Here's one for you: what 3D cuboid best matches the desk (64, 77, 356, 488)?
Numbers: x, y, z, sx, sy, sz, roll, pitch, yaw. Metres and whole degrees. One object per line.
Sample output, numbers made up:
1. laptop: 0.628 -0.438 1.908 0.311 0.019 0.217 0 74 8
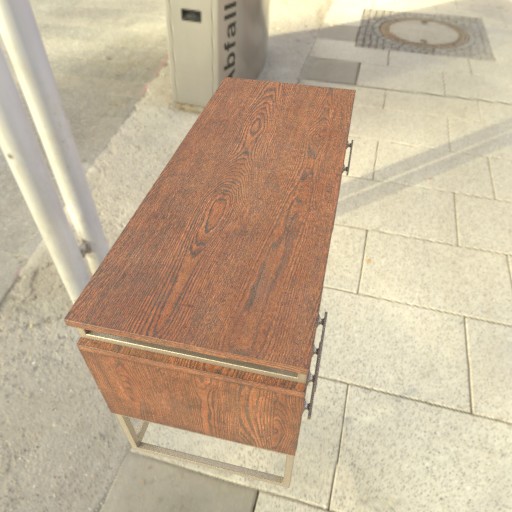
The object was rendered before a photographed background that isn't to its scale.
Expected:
1. desk: 0.000 0.000 1.751 0.610 0.792 1.384 9 46 9
